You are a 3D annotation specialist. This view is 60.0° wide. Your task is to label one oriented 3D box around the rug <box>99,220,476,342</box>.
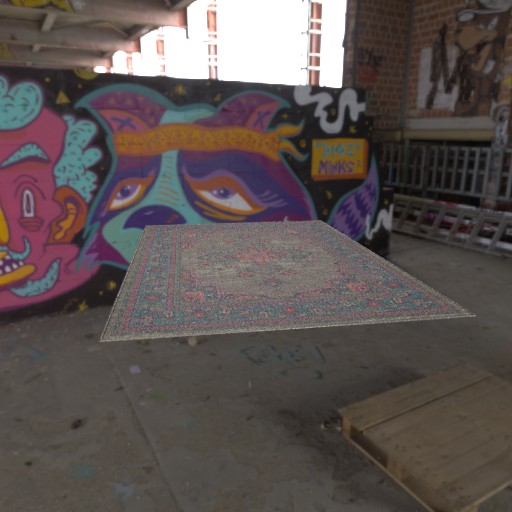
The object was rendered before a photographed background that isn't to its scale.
[{"bbox_3d":[0.000,0.000,3.669,2.005,0.013,2.890,-2,15,-9],"label":"rug"}]
